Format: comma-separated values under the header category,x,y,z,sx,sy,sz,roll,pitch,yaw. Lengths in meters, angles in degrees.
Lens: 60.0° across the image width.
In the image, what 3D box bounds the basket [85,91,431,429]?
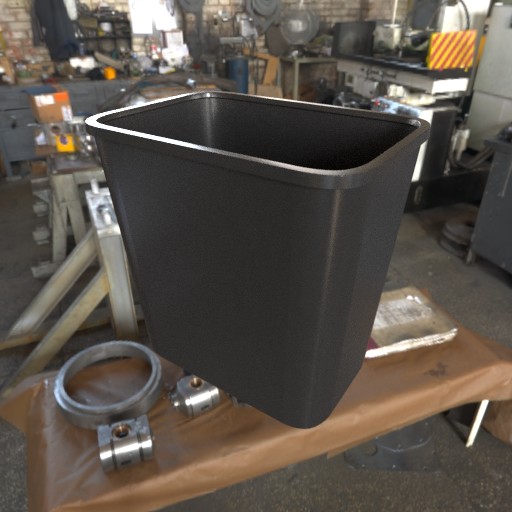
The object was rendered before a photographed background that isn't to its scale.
category,x,y,z,sx,sy,sz,roll,pitch,yaw
basket,0.000,0.000,0.510,0.300,0.307,0.211,19,35,29
